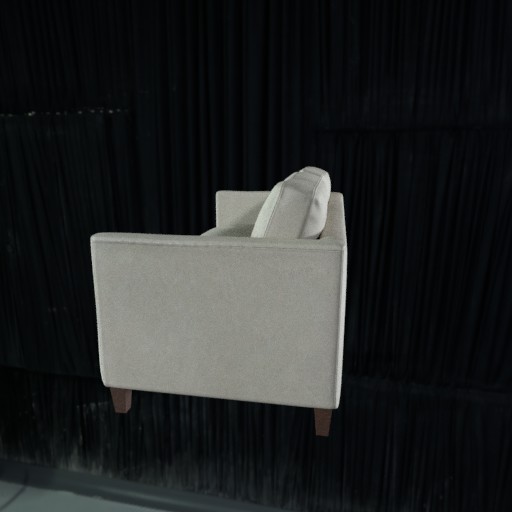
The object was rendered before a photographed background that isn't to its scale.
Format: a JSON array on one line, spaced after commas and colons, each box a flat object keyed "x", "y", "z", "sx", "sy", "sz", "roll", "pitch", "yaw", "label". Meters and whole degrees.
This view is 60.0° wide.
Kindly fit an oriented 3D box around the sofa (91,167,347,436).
[{"x": 0.000, "y": 0.000, "z": 2.454, "sx": 0.950, "sy": 0.940, "sz": 1.846, "roll": 2, "pitch": 14, "yaw": 10, "label": "sofa"}]
